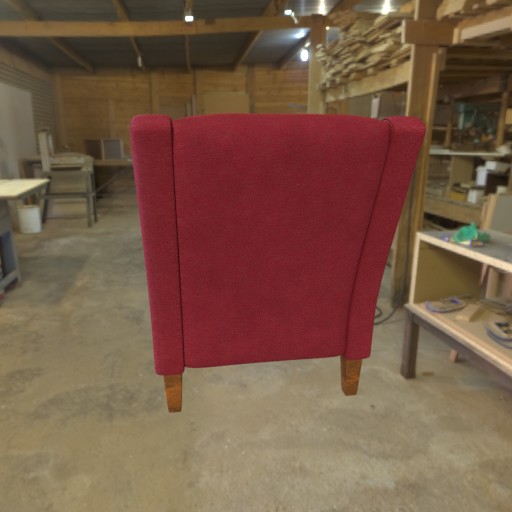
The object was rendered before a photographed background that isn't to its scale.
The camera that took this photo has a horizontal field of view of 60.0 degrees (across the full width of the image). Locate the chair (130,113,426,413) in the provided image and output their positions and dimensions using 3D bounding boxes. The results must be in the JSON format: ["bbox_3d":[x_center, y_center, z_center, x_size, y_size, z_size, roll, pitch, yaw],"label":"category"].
[{"bbox_3d":[0.000,0.000,1.723,0.793,1.017,0.985,-2,15,-9],"label":"chair"}]
